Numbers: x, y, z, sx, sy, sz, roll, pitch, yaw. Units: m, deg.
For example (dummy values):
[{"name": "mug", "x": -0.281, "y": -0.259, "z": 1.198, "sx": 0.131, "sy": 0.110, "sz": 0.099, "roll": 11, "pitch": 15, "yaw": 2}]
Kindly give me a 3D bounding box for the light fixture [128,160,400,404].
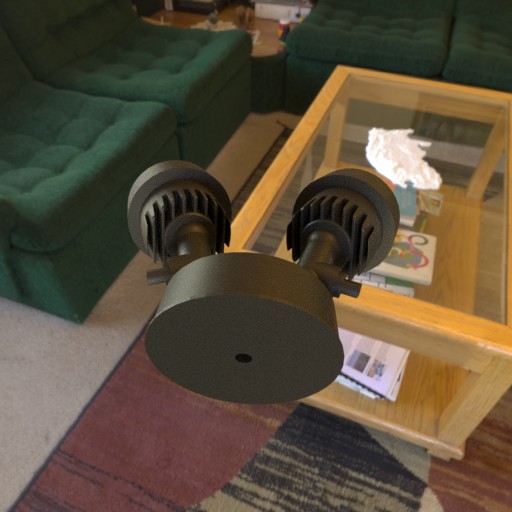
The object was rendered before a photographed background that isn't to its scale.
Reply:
[{"name": "light fixture", "x": 0.000, "y": 0.000, "z": 0.305, "sx": 0.213, "sy": 0.120, "sz": 0.168, "roll": 3, "pitch": 46, "yaw": 3}]
